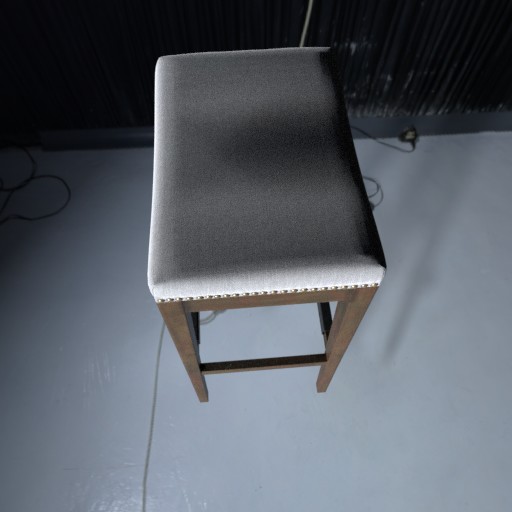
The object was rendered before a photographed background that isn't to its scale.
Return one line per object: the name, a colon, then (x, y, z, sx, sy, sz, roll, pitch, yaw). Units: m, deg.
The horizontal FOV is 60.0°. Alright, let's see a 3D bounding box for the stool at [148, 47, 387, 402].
stool: (0.000, 0.000, 1.037, 0.356, 0.762, 0.508, -4, 62, -2)
